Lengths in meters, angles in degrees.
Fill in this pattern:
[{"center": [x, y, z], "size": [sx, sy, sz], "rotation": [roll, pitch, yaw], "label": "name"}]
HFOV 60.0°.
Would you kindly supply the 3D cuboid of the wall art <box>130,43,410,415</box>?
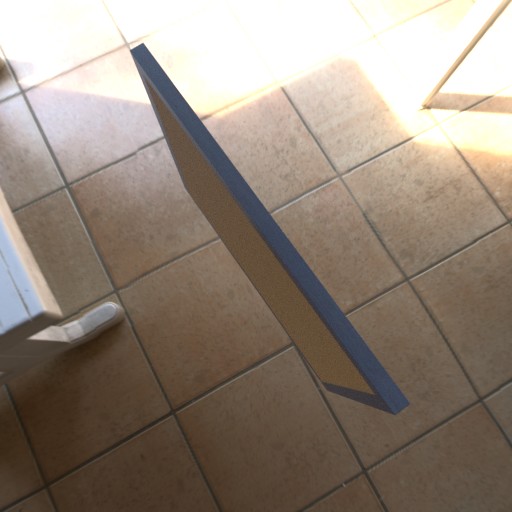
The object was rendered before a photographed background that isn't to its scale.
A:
[{"center": [0.000, 0.000, 0.903], "size": [0.026, 0.558, 0.660], "rotation": [-34, 79, -8], "label": "wall art"}]
